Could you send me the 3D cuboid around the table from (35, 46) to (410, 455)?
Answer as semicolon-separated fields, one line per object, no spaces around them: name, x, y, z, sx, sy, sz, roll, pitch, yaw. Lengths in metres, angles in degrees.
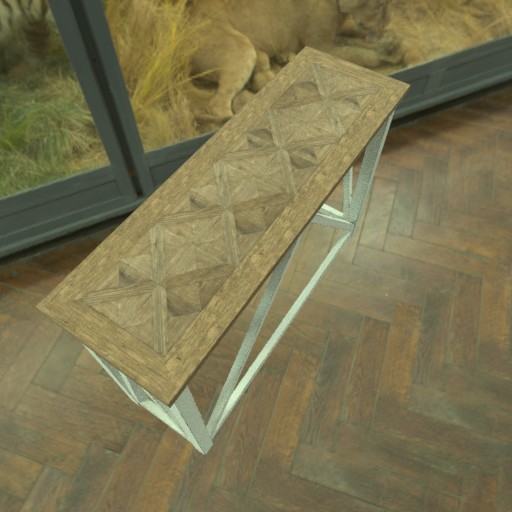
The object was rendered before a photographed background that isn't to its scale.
table;0.000;0.000;1.792;0.450;0.930;1.400;29;62;17
